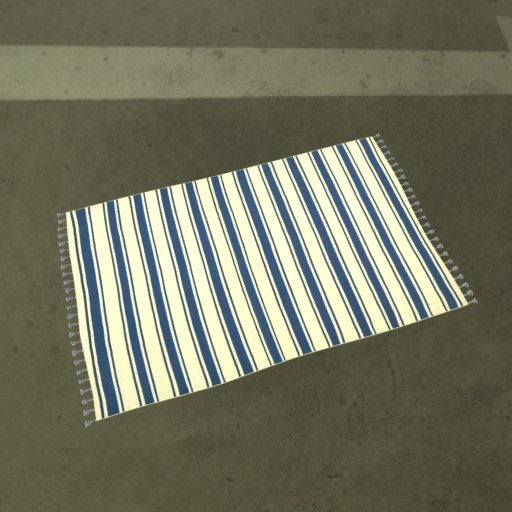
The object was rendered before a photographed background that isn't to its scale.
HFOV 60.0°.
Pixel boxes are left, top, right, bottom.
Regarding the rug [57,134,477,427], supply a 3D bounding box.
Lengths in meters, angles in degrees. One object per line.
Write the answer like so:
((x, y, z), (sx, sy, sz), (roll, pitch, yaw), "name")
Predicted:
((0.000, 0.000, 2.494), (2.108, 0.009, 1.248), (-16, 63, -8), "rug")
